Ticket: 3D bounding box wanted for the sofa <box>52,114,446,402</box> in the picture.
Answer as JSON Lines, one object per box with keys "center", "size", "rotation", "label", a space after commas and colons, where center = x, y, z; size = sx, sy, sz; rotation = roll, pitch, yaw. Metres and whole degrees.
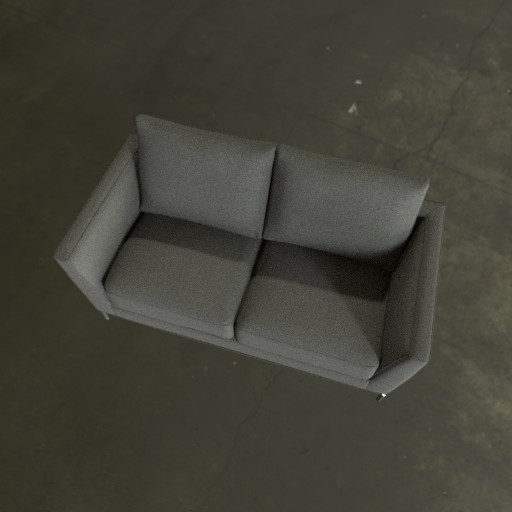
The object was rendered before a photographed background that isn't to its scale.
{"center": [0.000, 0.000, 2.153], "size": [1.594, 0.924, 0.803], "rotation": [15, 59, 9], "label": "sofa"}
